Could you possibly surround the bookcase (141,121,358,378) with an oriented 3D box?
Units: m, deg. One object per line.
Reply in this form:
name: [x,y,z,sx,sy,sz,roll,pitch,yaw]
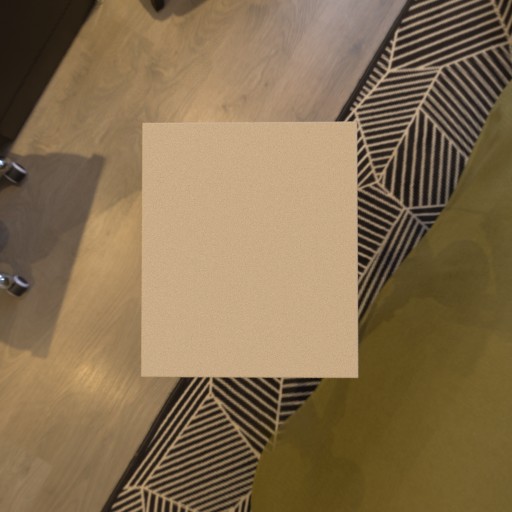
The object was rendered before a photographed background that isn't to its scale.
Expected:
bookcase: [0.000,0.000,1.216,0.330,1.080,0.390,0,89,1]
